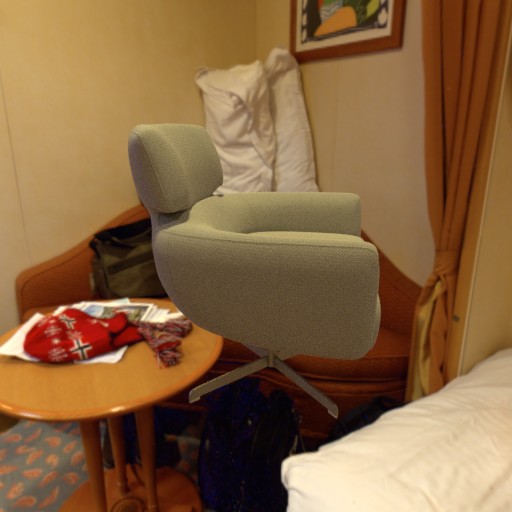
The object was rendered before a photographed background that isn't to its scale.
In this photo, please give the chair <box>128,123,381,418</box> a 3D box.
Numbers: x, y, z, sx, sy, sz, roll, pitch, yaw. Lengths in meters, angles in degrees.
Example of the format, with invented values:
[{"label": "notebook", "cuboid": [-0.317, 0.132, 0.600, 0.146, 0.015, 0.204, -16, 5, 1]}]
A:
[{"label": "chair", "cuboid": [0.000, 0.000, 1.421, 0.730, 0.810, 0.760, 3, 17, 9]}]
